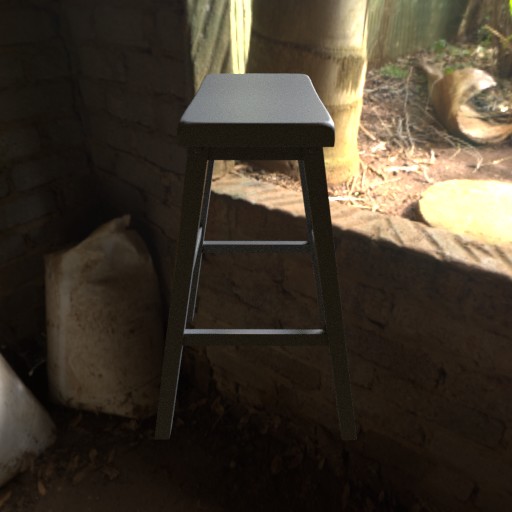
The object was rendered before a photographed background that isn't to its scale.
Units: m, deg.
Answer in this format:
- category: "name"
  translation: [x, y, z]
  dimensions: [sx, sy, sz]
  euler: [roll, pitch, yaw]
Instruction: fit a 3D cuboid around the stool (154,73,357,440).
- category: "stool"
  translation: [0.000, 0.000, 1.047]
  dimensions: [0.476, 0.737, 0.457]
  euler: [0, 31, 0]
